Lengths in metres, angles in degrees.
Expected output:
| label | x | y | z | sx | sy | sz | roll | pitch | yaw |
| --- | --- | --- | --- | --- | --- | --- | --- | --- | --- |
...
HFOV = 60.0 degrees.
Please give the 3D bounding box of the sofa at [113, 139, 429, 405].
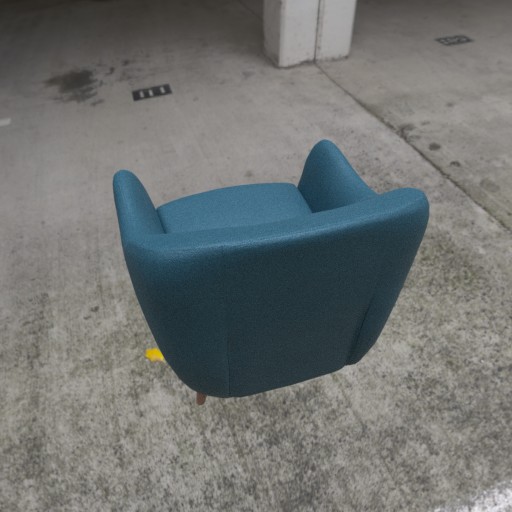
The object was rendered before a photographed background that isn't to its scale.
| label | x | y | z | sx | sy | sz | roll | pitch | yaw |
| --- | --- | --- | --- | --- | --- | --- | --- | --- | --- |
| sofa | 0.000 | 0.000 | 1.491 | 0.836 | 0.817 | 0.825 | -12 | 43 | -13 |
